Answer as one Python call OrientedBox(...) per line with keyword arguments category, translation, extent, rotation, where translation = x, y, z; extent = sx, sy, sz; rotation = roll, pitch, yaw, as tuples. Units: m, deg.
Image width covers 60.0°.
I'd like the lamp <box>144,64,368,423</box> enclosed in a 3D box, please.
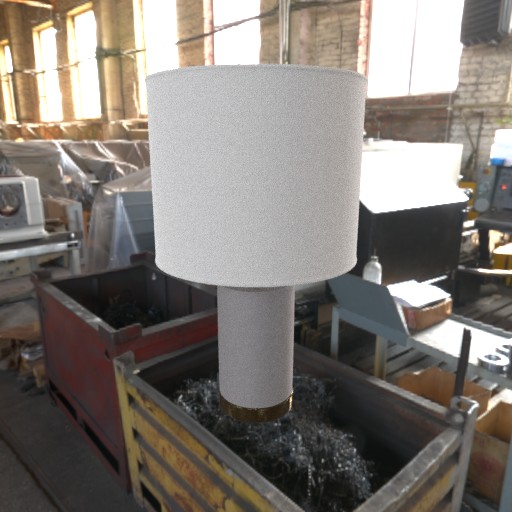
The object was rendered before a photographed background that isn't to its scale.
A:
OrientedBox(category="lamp", translation=(0.000, 0.000, 0.516), extent=(0.229, 0.380, 0.229), rotation=(0, 15, 0))
